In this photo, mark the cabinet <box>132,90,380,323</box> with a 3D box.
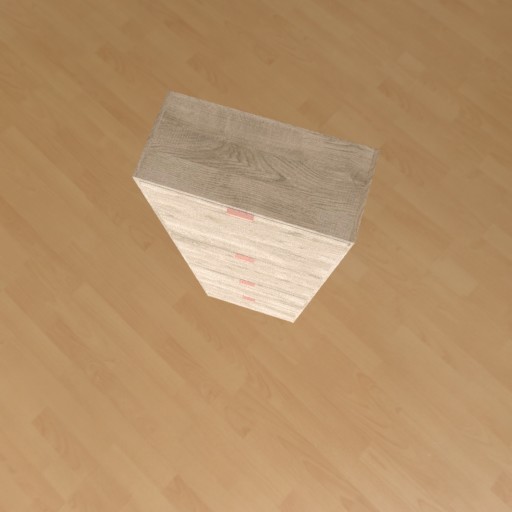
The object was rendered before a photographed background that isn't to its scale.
[{"bbox_3d":[0.000,0.000,1.798,0.520,1.630,0.250,17,76,4],"label":"cabinet"}]
